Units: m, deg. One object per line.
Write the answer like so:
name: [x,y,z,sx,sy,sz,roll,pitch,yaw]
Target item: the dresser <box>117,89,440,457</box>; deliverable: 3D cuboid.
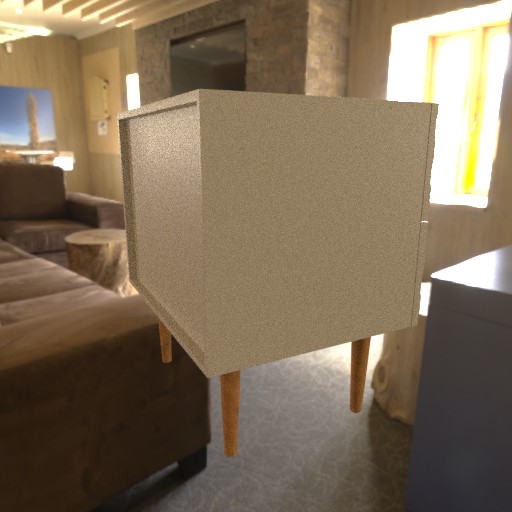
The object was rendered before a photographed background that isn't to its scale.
dresser: [0.000,0.000,0.901,0.414,0.568,0.503,-7,16,-27]
